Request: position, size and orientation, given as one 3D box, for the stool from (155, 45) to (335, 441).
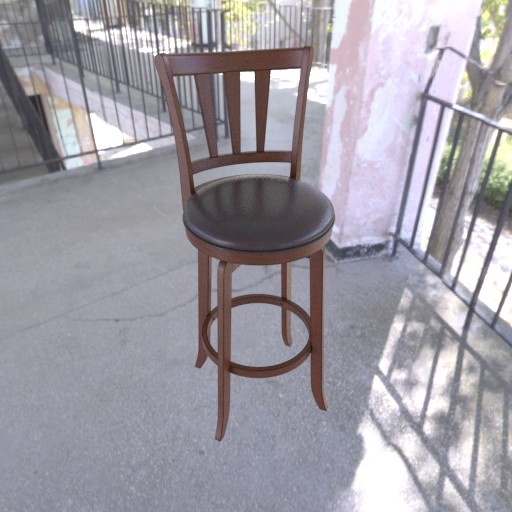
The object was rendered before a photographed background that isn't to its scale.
[{"bbox_3d":[0.000,0.000,1.429,0.464,1.177,0.503,-10,34,-15],"label":"stool"}]
